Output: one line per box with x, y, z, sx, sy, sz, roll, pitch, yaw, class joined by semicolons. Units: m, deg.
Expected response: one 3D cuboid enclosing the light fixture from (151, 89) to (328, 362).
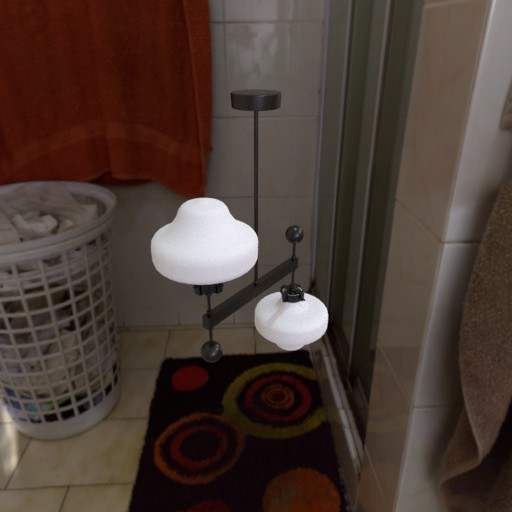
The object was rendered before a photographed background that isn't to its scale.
0.000;0.000;1.064;0.422;0.743;0.489;0;26;0;light fixture
